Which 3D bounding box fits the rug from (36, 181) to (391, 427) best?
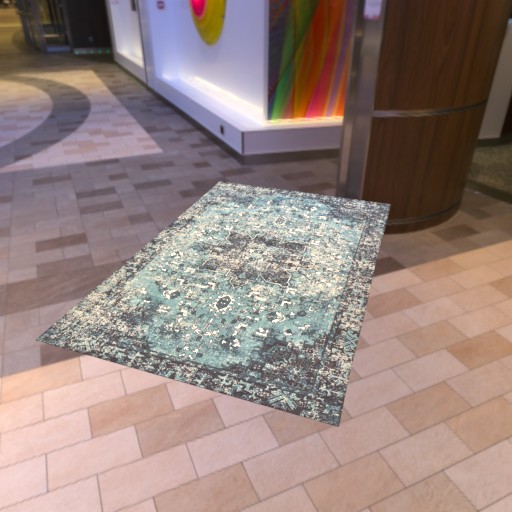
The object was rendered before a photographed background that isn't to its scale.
[{"bbox_3d":[0.000,0.000,2.335,1.219,0.005,1.828,10,32,17],"label":"rug"}]
